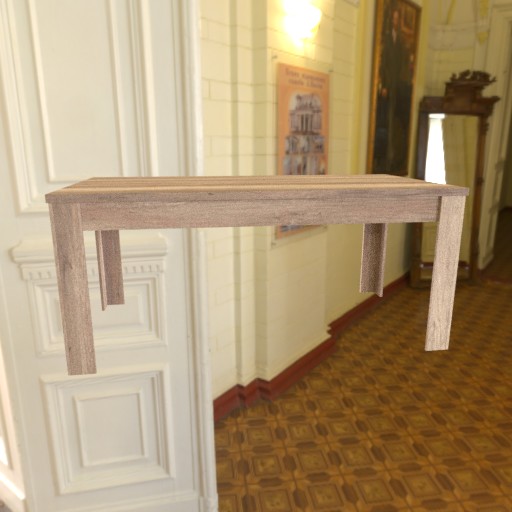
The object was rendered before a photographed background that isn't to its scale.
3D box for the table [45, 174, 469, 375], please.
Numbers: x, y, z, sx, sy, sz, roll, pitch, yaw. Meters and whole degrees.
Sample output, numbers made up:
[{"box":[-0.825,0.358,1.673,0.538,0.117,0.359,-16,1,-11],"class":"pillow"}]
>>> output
[{"box":[0.000,0.000,2.388,1.800,0.790,0.900,-2,14,-8],"class":"table"}]
